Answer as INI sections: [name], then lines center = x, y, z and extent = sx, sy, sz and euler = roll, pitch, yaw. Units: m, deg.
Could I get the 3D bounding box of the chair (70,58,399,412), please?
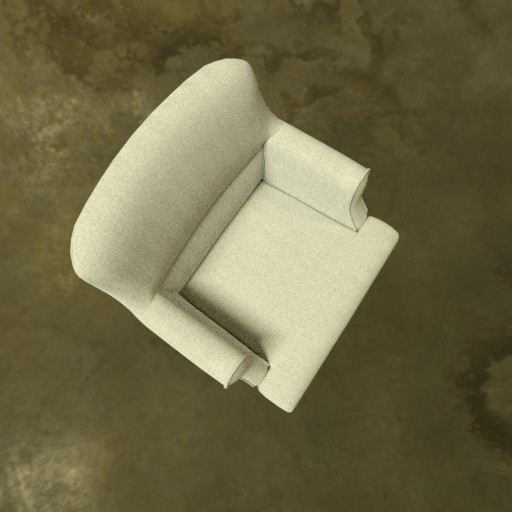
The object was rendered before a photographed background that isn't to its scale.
[chair]
center = 0.000, 0.000, 1.469
extent = 0.750, 0.875, 0.781
euler = 33, 78, 8
